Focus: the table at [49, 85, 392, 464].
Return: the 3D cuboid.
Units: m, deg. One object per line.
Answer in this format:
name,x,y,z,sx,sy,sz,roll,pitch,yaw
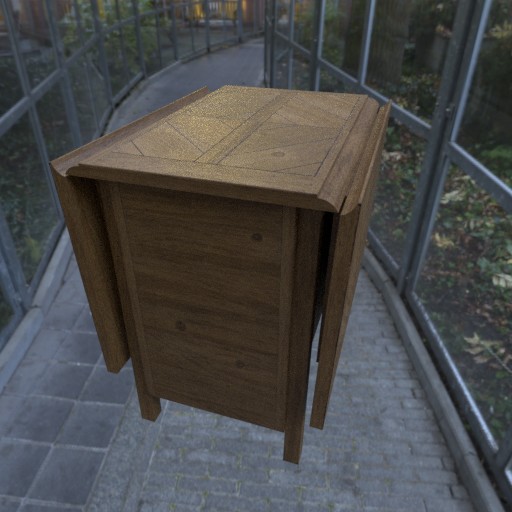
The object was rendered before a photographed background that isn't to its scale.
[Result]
table,0.000,0.000,1.268,0.591,0.763,0.746,10,33,15
